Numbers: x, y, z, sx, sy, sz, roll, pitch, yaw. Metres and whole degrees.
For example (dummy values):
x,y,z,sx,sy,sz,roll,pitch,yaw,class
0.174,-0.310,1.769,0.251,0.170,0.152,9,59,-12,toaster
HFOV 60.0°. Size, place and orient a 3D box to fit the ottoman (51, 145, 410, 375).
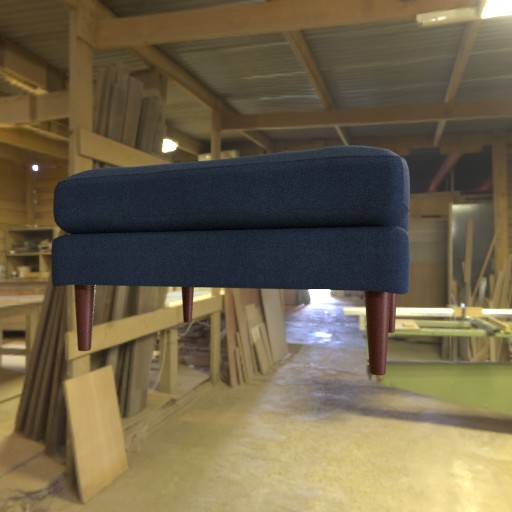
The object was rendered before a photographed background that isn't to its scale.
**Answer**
x,y,z,sx,sy,sz,roll,pitch,yaw,class
0.000,0.000,1.251,0.821,0.474,0.693,0,-1,19,ottoman
